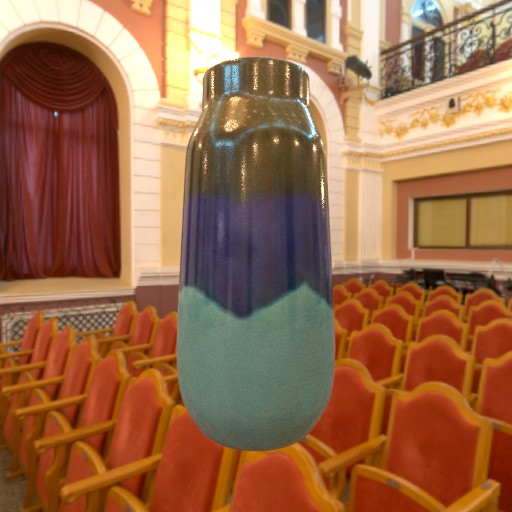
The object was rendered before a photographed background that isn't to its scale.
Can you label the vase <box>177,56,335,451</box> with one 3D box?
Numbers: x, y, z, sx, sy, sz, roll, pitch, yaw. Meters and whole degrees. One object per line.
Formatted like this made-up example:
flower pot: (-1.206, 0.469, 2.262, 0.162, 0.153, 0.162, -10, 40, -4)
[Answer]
vase: (0.000, 0.000, 0.391, 0.139, 0.313, 0.139, 0, 1, 0)
